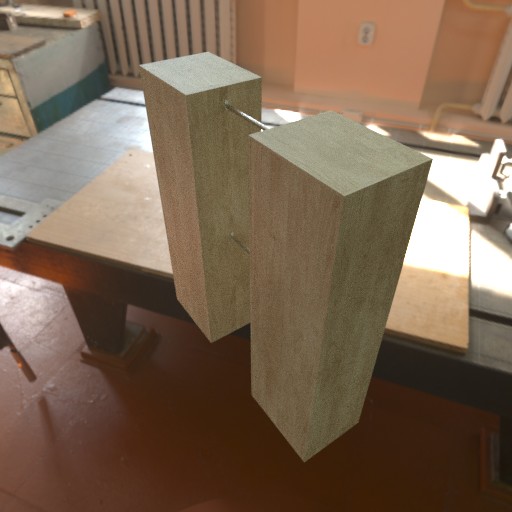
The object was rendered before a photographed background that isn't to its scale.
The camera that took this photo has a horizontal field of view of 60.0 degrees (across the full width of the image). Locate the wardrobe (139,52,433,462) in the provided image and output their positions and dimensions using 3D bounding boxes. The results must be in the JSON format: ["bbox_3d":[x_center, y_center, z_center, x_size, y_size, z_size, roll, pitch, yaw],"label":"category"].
[{"bbox_3d":[0.000,0.000,2.852,0.480,2.000,1.770,-24,46,-26],"label":"wardrobe"}]
